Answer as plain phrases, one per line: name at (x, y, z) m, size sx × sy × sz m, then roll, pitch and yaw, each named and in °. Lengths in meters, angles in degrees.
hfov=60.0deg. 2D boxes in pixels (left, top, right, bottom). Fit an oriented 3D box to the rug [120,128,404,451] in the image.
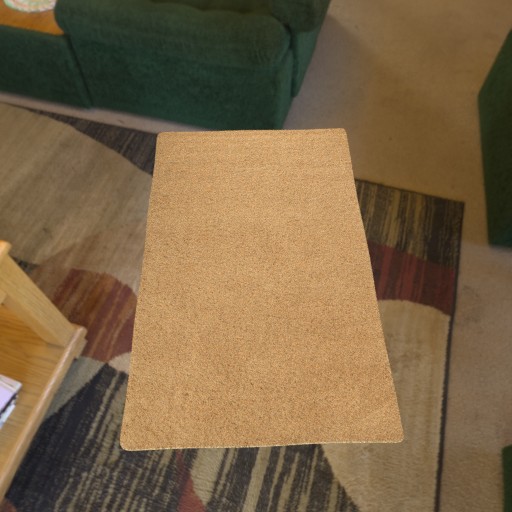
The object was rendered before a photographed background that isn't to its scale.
rug at (0.000, 0.000, 2.940) m, size 1.500 × 0.025 × 2.349 m, roll -1°, pitch 59°, yaw -1°
